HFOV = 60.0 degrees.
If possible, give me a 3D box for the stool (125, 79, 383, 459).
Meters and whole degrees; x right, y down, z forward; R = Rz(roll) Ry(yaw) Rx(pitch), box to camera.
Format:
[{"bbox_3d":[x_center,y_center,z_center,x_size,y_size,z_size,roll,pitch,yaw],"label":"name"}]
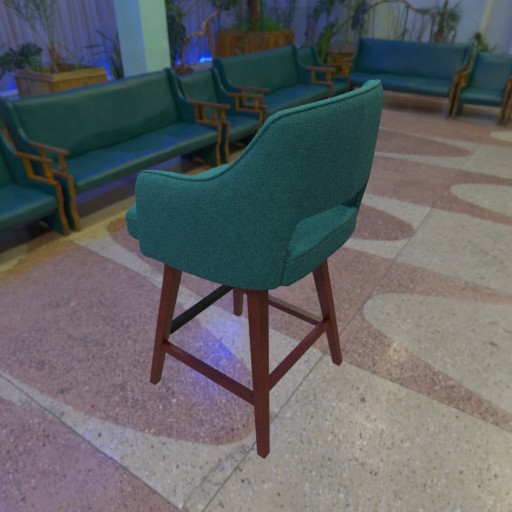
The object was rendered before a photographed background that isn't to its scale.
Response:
[{"bbox_3d":[0.000,0.000,1.264,0.556,0.961,0.548,21,37,31],"label":"stool"}]
